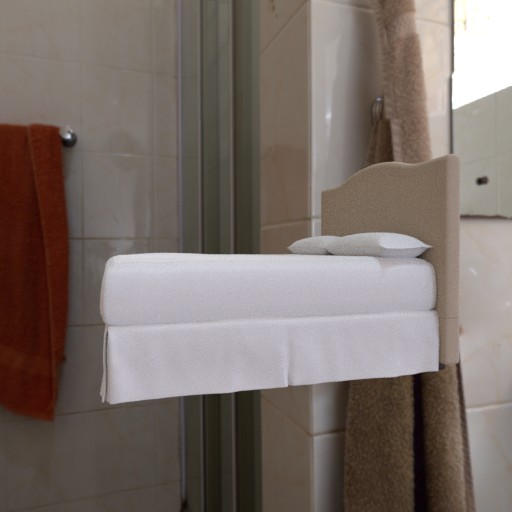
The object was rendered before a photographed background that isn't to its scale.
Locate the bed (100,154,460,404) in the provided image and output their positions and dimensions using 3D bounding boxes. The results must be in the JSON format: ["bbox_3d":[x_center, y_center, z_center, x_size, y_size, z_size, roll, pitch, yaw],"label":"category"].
[{"bbox_3d":[0.000,0.000,3.128,2.052,1.398,1.678,0,1,-18],"label":"bed"}]
